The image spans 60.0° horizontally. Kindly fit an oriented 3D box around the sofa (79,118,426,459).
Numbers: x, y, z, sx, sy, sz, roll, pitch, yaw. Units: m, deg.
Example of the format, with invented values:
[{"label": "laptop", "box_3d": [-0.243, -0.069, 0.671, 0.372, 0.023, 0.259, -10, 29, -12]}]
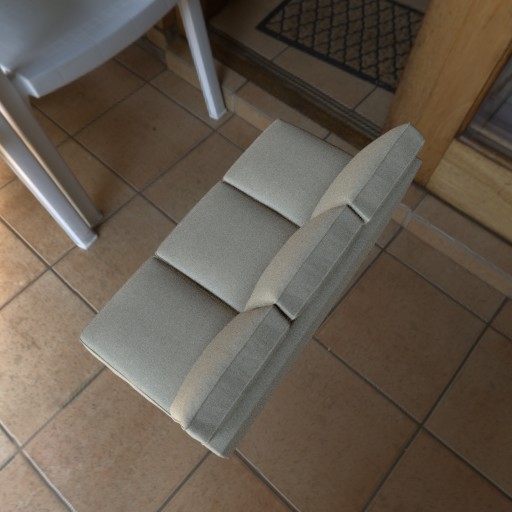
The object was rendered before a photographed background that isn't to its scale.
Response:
[{"label": "sofa", "box_3d": [0.000, 0.000, 2.601, 1.027, 0.973, 1.962, 33, 68, 15]}]
